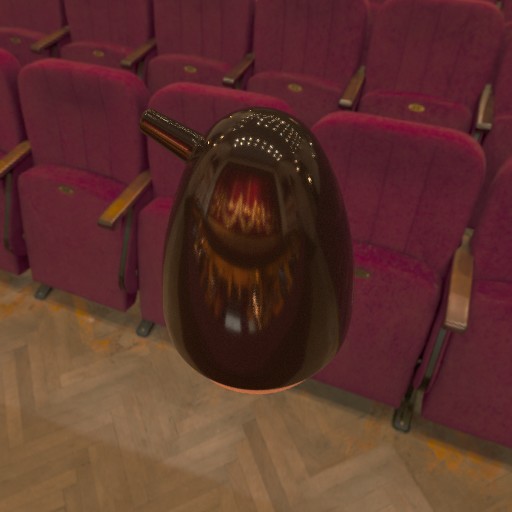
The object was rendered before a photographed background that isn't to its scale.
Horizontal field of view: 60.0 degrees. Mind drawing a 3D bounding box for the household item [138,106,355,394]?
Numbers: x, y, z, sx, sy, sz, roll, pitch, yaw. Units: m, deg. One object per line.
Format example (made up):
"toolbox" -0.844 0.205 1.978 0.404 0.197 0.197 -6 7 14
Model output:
"household item" 0.000 0.000 0.219 0.104 0.152 0.102 16 49 15
